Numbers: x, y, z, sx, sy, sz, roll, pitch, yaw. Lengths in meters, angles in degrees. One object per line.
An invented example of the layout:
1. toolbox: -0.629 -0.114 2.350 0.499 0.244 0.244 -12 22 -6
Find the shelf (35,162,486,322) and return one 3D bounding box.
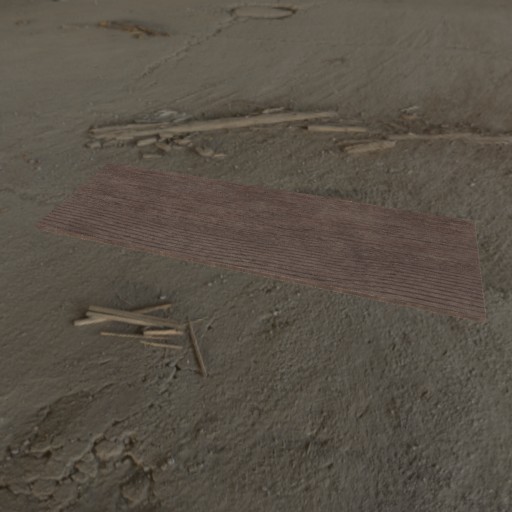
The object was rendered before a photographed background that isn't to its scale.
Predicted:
1. shelf: 0.000 0.000 0.686 0.610 0.125 0.200 11 41 13
